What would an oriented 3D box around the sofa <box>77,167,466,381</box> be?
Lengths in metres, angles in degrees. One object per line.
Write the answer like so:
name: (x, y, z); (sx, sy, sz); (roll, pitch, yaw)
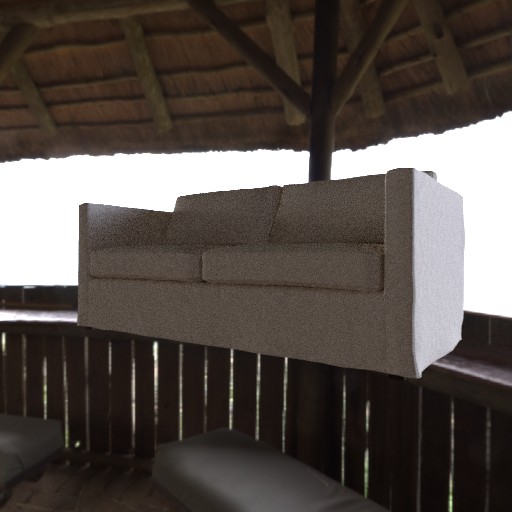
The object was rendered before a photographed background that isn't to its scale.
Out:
sofa: (0.000, 0.000, 2.434); (1.987, 0.870, 0.940); (0, 0, 35)
